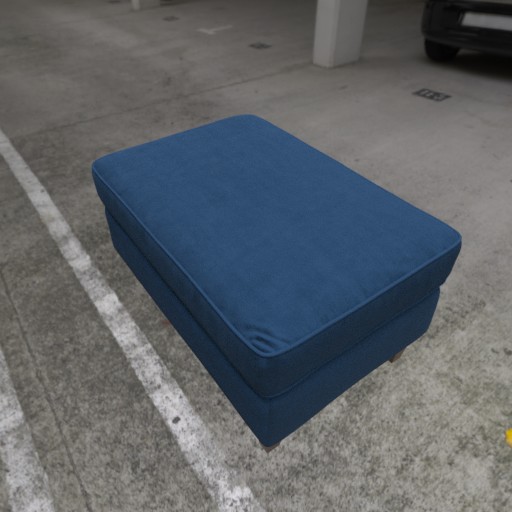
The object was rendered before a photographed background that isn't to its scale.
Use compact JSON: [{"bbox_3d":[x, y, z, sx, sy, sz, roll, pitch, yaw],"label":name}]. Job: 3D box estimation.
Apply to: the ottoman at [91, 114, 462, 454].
[{"bbox_3d":[0.000,0.000,1.250,0.583,0.484,0.862,-25,47,-26],"label":"ottoman"}]
